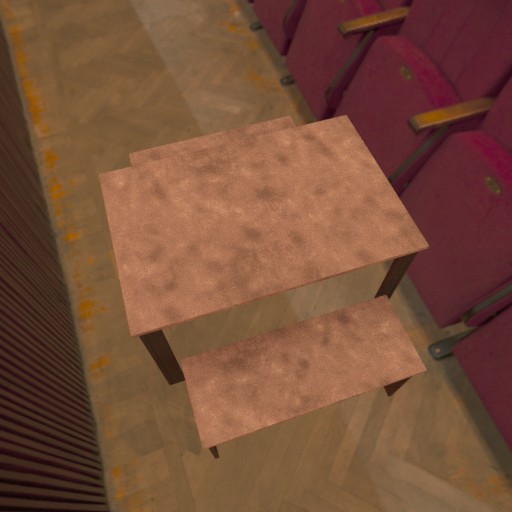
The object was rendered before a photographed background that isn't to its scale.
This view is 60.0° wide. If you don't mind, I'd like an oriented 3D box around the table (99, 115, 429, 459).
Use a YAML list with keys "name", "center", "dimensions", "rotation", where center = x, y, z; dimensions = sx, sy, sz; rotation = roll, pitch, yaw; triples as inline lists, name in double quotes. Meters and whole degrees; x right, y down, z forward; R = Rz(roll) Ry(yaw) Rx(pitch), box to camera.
- name: "table"
  center: [0.000, 0.000, 2.009]
  dimensions: [1.100, 0.700, 1.443]
  rotation: [-16, 60, -9]
